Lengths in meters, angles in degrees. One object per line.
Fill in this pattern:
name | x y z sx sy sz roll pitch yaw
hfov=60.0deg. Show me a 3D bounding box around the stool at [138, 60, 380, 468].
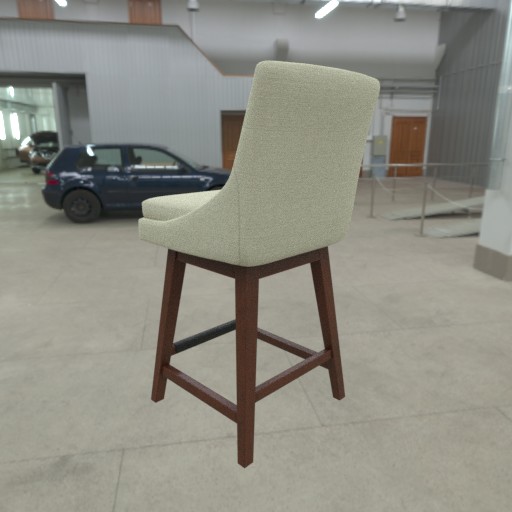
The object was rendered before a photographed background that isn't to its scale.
stool | 0.000 0.000 1.321 0.559 0.991 0.469 15 21 43
